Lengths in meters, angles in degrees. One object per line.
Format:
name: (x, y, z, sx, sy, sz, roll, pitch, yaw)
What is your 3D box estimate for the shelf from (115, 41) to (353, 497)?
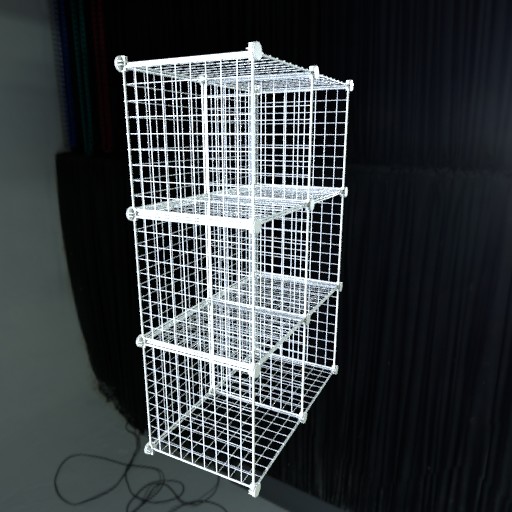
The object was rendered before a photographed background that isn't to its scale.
shelf: (0.000, 0.000, 1.366, 0.356, 1.067, 0.711, 8, 17, 26)
